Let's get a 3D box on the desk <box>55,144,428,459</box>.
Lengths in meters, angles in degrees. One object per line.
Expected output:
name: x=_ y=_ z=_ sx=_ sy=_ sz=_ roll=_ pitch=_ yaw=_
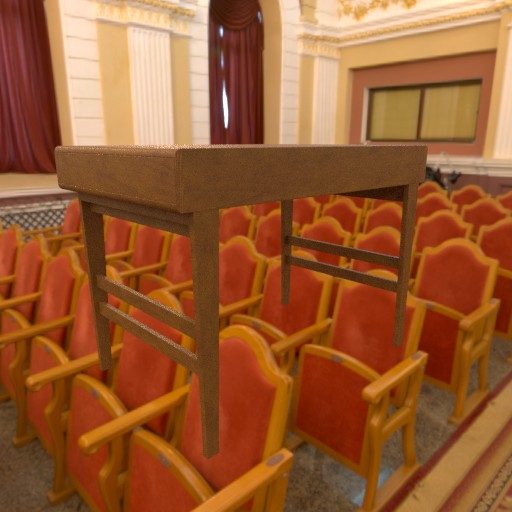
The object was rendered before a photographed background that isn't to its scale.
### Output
desk: x=0.000 y=0.000 z=1.558 sx=1.066 sy=0.754 sz=0.660 roll=-13 pitch=20 yaw=-41
